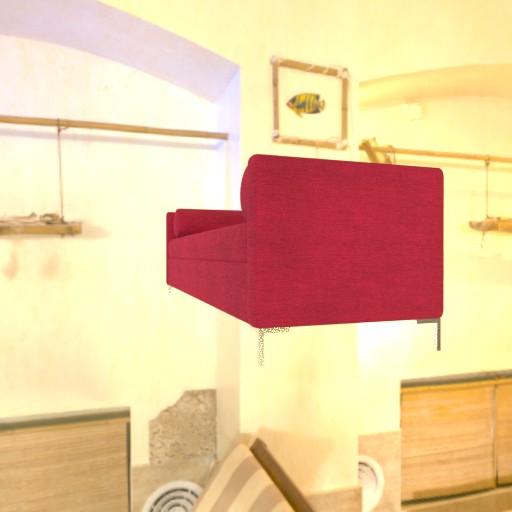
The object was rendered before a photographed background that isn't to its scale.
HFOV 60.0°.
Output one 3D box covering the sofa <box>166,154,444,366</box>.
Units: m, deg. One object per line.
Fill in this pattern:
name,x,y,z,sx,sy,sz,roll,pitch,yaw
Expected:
sofa,0.000,0.000,2.326,0.686,0.635,1.981,0,0,-19
